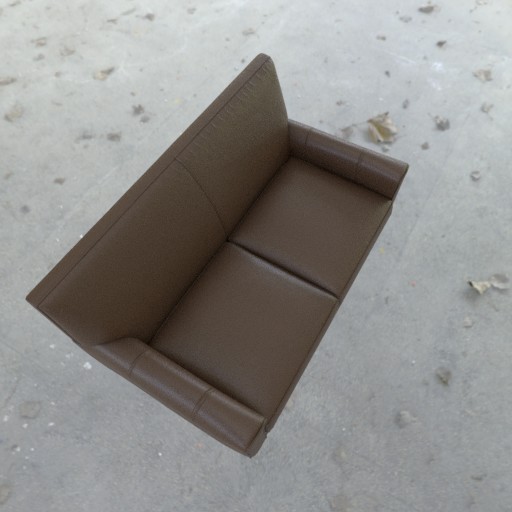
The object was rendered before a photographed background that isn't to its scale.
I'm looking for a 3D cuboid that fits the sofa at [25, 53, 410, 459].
[{"bbox_3d":[0.000,0.000,1.984,0.853,0.859,1.468,27,63,15],"label":"sofa"}]
